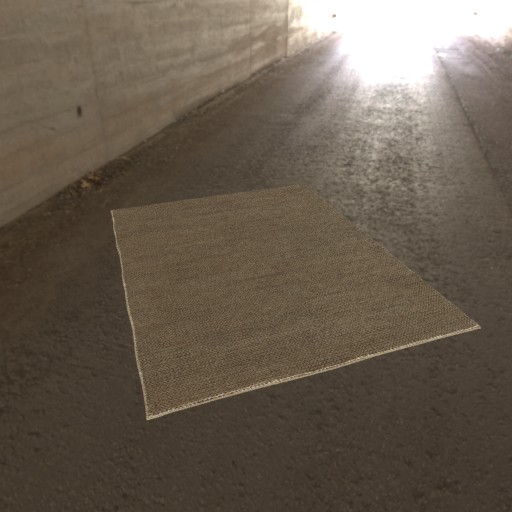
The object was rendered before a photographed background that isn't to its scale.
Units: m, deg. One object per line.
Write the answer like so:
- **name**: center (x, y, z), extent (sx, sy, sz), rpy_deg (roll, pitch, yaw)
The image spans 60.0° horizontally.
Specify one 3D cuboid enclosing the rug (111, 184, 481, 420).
- **rug**: center (0.000, 0.000, 4.135), extent (2.429, 0.030, 3.052), rpy_deg (-10, 32, -17)
